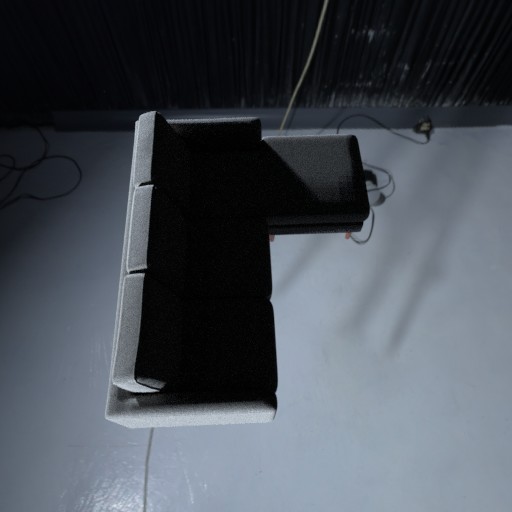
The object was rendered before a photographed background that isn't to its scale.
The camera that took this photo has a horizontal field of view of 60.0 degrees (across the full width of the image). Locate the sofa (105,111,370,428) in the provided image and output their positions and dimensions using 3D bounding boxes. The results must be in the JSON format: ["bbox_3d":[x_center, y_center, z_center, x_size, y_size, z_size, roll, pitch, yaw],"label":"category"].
[{"bbox_3d":[0.000,0.000,2.976,1.667,0.957,2.055,-2,64,-1],"label":"sofa"}]
